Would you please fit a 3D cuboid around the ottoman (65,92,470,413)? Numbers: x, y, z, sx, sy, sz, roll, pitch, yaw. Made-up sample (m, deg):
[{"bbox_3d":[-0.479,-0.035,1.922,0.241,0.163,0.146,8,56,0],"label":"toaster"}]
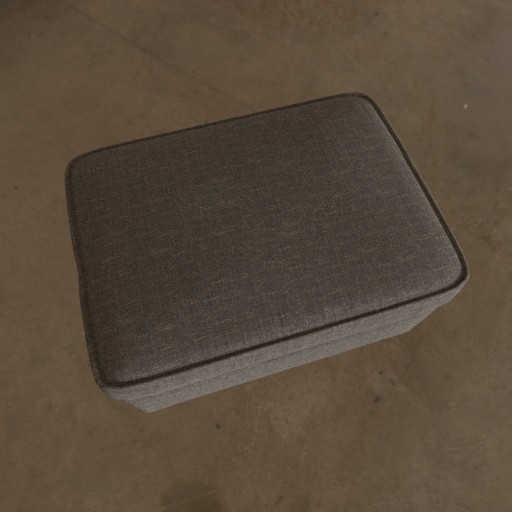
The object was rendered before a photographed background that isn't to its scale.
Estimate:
[{"bbox_3d":[0.000,0.000,1.075,0.749,0.450,0.549,-15,64,-7],"label":"ottoman"}]
